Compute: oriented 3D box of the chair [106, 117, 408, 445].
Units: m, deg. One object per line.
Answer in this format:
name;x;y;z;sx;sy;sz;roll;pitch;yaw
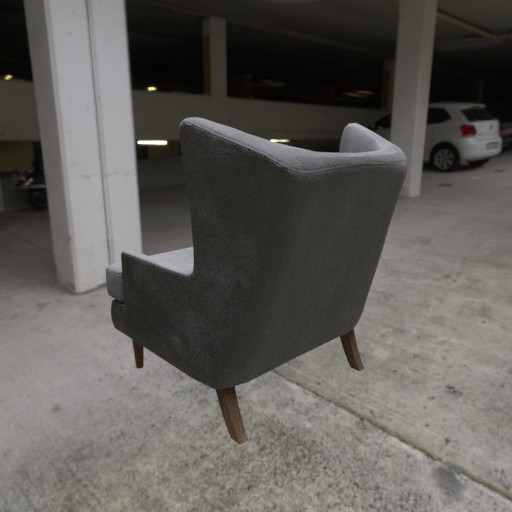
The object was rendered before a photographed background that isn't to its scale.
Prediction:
chair;0.000;0.000;1.638;0.784;0.950;0.906;-14;20;-42
